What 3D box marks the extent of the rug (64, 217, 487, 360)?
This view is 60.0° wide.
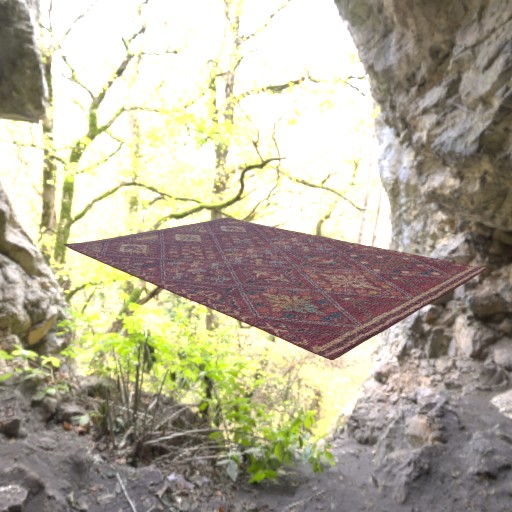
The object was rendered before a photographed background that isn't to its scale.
[{"bbox_3d":[0.000,0.000,2.831,1.521,0.026,2.286,-15,21,-43],"label":"rug"}]
